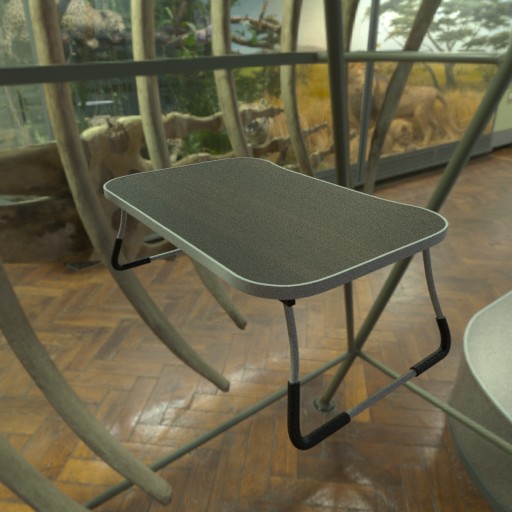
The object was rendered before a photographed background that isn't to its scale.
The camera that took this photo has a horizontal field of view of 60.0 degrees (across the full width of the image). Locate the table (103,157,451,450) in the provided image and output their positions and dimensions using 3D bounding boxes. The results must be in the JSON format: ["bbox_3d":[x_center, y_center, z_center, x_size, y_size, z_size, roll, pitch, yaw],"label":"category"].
[{"bbox_3d":[0.000,0.000,0.860,0.400,0.232,0.660,-18,31,-33],"label":"table"}]
